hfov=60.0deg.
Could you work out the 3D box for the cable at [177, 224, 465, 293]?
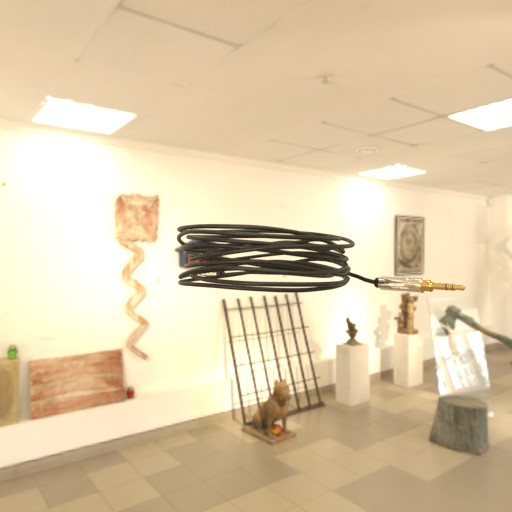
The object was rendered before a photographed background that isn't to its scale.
[{"bbox_3d":[0.000,0.000,0.507,0.198,0.069,0.432,0,0,-37],"label":"cable"}]
